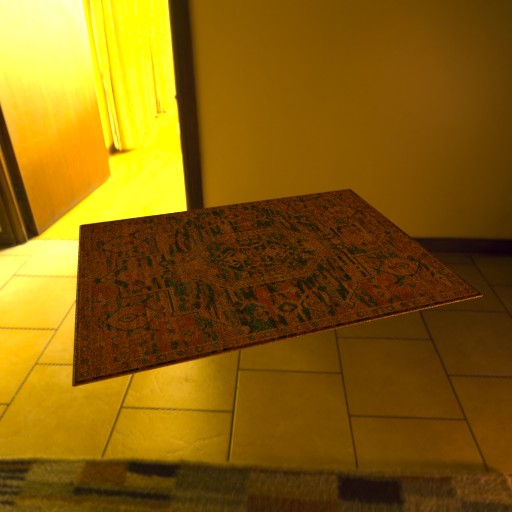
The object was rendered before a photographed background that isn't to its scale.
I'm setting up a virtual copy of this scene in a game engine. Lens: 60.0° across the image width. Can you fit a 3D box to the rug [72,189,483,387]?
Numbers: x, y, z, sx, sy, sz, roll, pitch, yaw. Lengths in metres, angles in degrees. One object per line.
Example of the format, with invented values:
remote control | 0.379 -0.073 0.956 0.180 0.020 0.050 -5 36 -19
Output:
rug | 0.000 0.000 2.876 2.204 0.024 1.588 -9 33 -15
